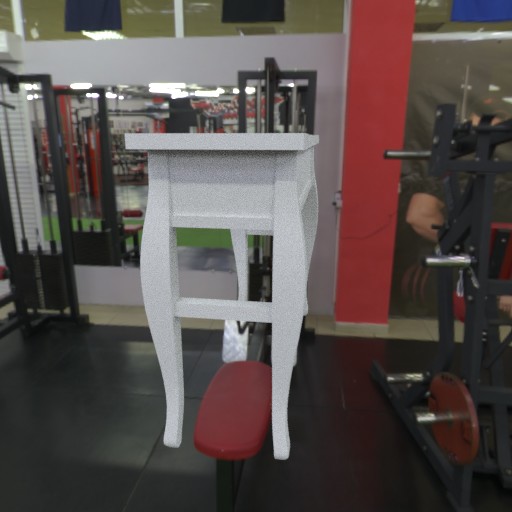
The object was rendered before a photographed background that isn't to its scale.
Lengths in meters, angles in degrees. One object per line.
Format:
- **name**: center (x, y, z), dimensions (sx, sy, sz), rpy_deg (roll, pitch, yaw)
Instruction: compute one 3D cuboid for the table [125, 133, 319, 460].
- **table**: center (0.000, 0.000, 1.456), dimensions (0.373, 0.768, 1.062), rpy_deg (2, 15, 9)
